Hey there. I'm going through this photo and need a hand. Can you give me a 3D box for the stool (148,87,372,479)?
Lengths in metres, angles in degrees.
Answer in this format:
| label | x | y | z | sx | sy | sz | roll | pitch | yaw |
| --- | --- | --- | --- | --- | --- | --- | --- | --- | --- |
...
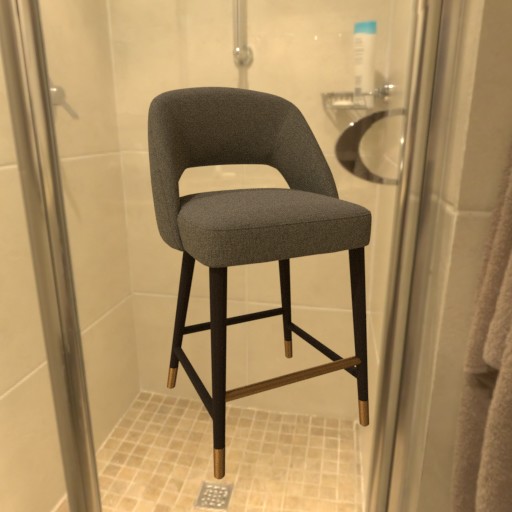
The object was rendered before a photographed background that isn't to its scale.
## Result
| label | x | y | z | sx | sy | sz | roll | pitch | yaw |
| --- | --- | --- | --- | --- | --- | --- | --- | --- | --- |
| stool | 0.000 | 0.000 | 1.248 | 0.536 | 0.925 | 0.524 | -8 | 18 | -25 |
